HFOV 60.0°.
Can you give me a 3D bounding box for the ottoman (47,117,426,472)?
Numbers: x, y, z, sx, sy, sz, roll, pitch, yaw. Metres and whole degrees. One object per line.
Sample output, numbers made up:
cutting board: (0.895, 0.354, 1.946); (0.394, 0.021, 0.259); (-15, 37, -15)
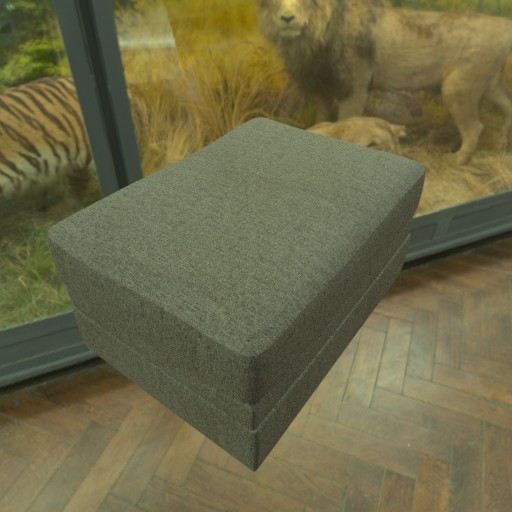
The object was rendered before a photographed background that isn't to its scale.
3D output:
ottoman: (0.000, 0.000, 1.267); (0.637, 0.478, 0.885); (25, 46, 27)
